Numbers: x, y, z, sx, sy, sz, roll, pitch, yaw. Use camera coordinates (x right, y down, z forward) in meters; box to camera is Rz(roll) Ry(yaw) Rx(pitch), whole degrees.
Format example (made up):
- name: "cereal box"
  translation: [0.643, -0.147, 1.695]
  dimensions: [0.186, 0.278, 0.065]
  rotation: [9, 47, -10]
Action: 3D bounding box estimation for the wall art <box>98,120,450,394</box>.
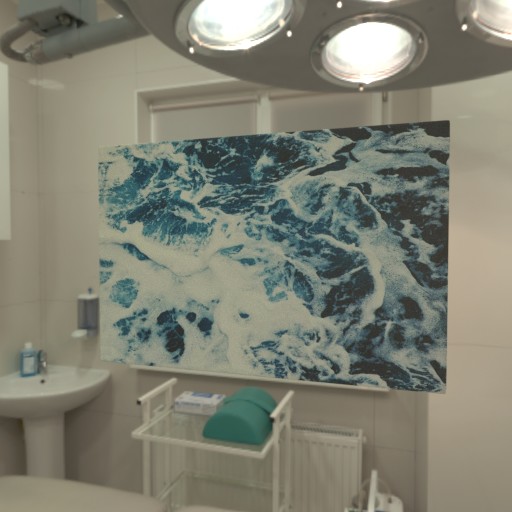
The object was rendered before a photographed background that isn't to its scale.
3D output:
- name: "wall art"
  translation: [0.000, 0.000, 0.767]
  dimensions: [0.609, 0.407, 0.043]
  rotation: [1, 2, 17]
